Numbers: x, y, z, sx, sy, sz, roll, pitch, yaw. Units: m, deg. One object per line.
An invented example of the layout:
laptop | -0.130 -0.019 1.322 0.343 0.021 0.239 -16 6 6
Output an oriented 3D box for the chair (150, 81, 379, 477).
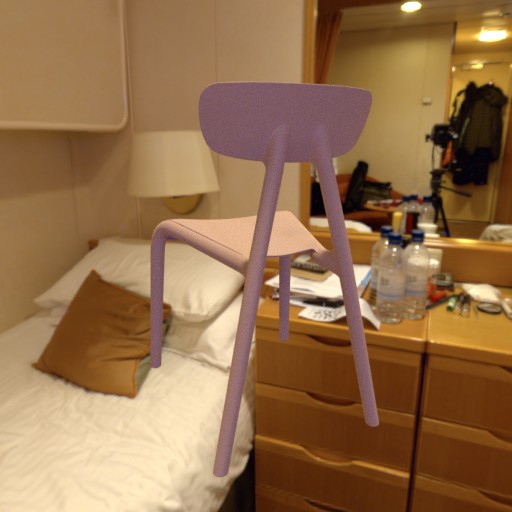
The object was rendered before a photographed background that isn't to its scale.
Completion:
chair | 0.000 0.000 0.844 0.356 0.580 0.401 -7 16 -24
